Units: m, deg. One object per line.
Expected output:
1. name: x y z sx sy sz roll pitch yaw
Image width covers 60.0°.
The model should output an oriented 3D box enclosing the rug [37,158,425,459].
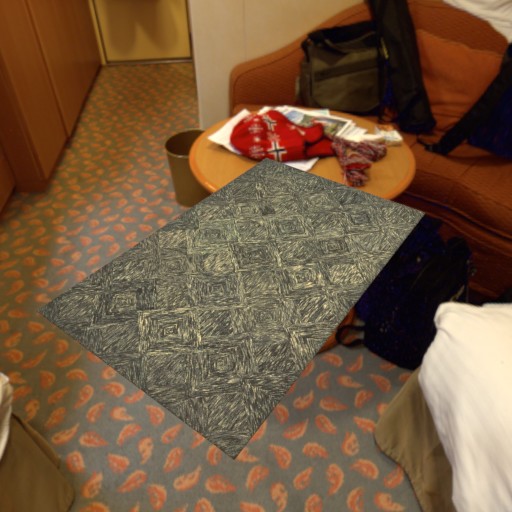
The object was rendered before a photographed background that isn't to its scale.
1. rug: 0.000 0.000 2.981 1.478 0.017 2.330 25 46 27
